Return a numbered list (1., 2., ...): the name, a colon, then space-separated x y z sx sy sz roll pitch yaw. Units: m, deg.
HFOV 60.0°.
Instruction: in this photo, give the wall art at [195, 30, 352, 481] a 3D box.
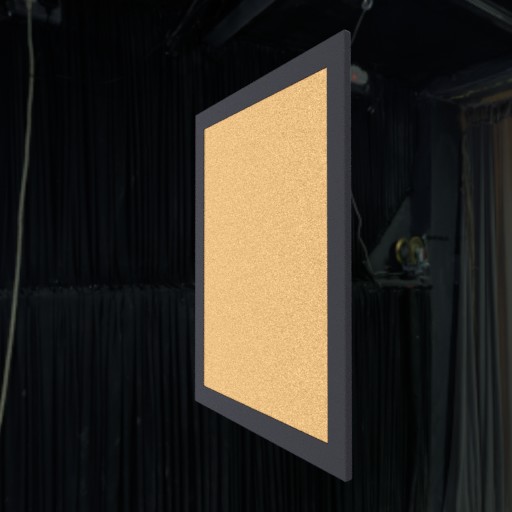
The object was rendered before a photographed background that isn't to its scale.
1. wall art: 0.000 0.000 0.673 0.012 0.529 0.374 1 -1 -35
